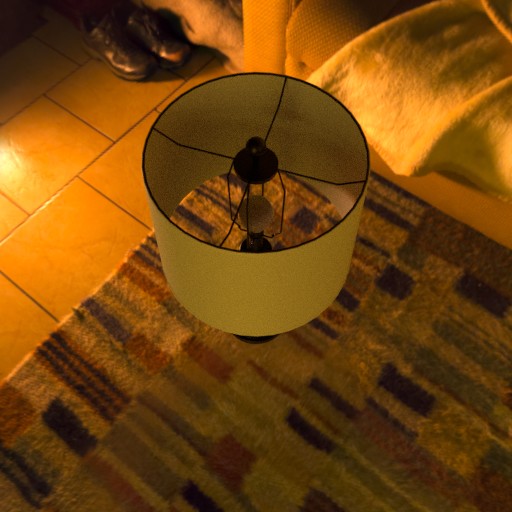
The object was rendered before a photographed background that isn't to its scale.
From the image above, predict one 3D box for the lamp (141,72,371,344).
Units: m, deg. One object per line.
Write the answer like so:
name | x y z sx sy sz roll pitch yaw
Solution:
lamp | 0.000 0.000 0.945 0.383 0.726 0.383 0 63 0
